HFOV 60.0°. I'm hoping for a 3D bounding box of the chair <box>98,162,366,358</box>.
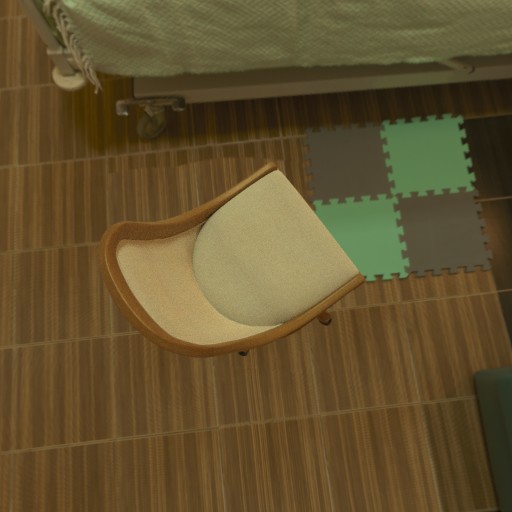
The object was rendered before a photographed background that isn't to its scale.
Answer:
[{"bbox_3d":[0.000,0.000,1.569,0.811,1.009,0.702,-35,78,-8],"label":"chair"}]
